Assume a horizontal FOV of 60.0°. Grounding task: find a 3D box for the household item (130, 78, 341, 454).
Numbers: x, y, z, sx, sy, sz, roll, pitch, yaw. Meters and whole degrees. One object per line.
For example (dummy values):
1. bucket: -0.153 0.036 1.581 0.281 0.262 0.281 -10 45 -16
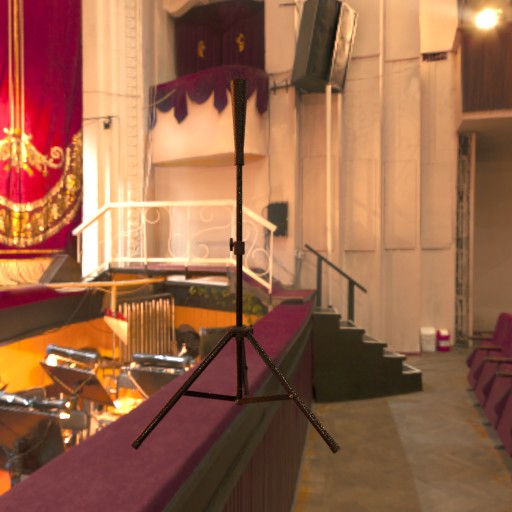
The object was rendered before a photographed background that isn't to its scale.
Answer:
1. household item: 0.000 0.000 1.391 0.559 1.067 0.559 0 1 18
